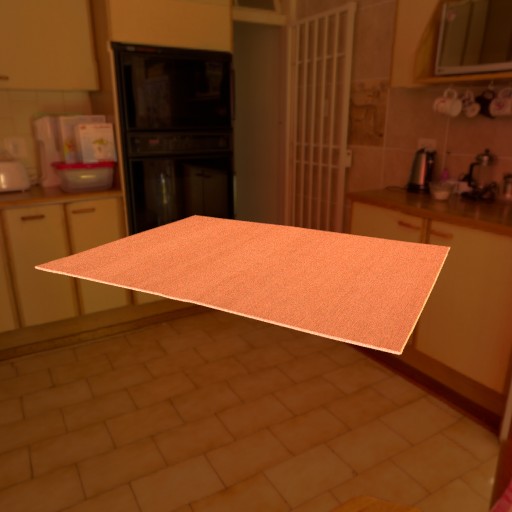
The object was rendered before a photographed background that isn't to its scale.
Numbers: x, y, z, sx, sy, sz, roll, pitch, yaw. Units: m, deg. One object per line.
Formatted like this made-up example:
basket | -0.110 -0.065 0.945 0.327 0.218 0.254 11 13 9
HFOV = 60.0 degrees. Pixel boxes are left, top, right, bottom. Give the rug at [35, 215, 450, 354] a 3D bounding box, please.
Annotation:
rug | 0.000 0.000 4.236 3.202 0.045 2.434 9 20 27
